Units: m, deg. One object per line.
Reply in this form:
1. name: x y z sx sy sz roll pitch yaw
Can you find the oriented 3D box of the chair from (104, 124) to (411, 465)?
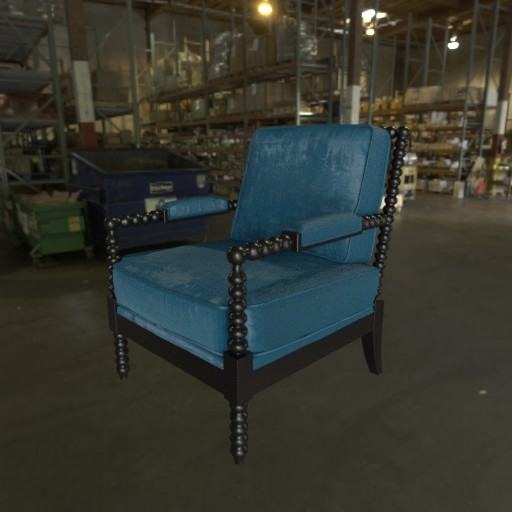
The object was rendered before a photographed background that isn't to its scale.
1. chair: 0.000 0.000 1.480 0.805 0.857 0.688 -14 19 -43
